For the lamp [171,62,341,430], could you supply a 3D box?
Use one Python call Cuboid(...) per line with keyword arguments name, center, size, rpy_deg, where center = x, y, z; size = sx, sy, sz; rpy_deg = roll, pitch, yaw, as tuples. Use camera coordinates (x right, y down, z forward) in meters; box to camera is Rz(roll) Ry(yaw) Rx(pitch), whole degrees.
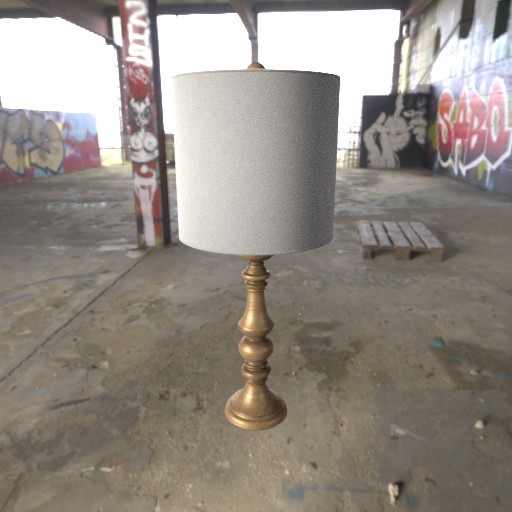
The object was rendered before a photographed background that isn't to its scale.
Cuboid(name="lamp", center=(0.000, 0.000, 0.740), size=(0.250, 0.597, 0.250), rpy_deg=(8, 18, 24))
